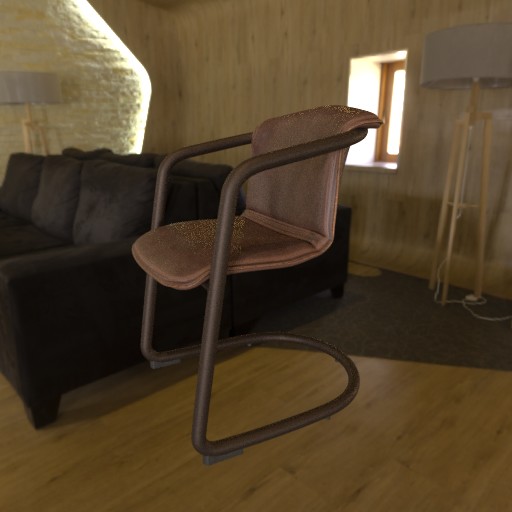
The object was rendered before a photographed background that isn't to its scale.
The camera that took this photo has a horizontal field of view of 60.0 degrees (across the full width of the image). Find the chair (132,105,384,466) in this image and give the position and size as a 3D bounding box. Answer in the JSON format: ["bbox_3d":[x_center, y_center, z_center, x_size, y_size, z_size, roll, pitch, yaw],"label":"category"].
[{"bbox_3d":[0.000,0.000,1.279,0.664,0.836,0.536,-8,18,-26],"label":"chair"}]
